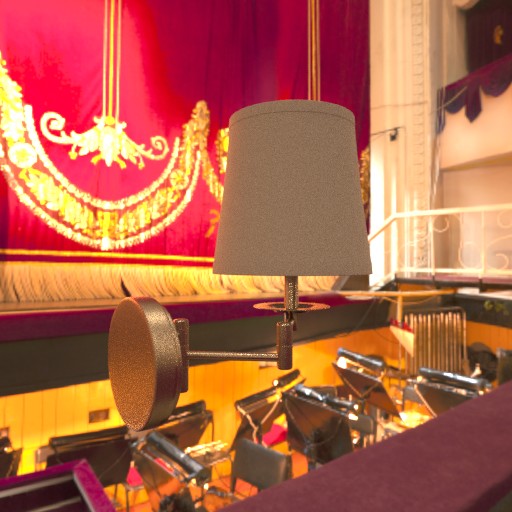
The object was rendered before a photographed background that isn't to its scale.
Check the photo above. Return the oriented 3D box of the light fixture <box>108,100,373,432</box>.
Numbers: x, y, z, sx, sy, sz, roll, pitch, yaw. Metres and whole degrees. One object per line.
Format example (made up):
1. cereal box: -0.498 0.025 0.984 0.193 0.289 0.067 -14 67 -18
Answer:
1. light fixture: 0.000 0.000 0.590 0.348 0.381 0.223 0 -1 -37
